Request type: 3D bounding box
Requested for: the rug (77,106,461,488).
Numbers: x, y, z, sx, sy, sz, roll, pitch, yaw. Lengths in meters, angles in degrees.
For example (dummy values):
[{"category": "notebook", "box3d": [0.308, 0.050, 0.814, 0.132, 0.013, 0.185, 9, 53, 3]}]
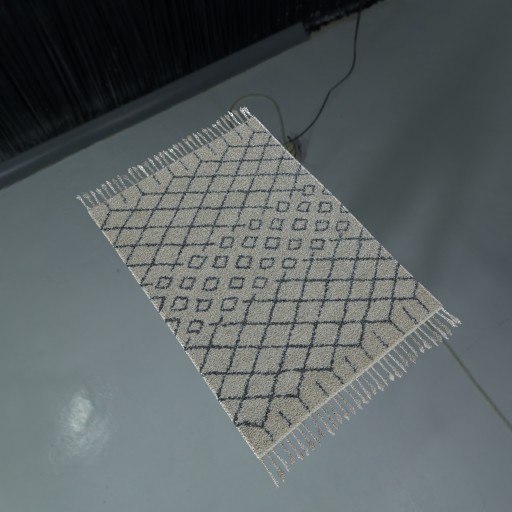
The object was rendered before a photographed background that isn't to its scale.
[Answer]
[{"category": "rug", "box3d": [0.000, 0.000, 3.309, 1.664, 0.029, 2.615, -34, 68, -16]}]
